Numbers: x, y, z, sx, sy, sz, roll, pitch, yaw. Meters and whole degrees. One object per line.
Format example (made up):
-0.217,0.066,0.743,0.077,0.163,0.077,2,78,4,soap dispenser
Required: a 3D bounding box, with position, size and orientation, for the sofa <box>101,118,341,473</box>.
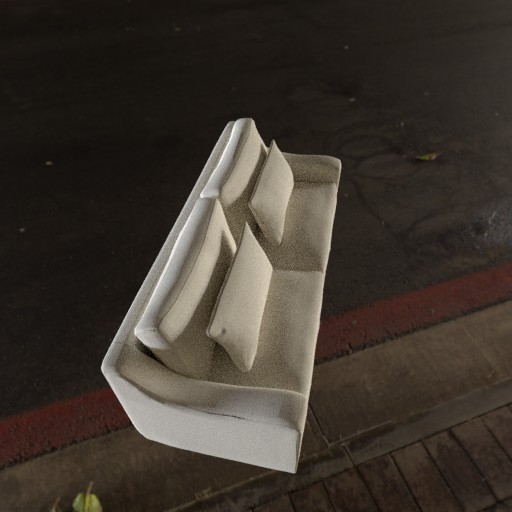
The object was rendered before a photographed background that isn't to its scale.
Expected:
0.000,0.000,3.108,1.009,1.022,2.470,9,46,9,sofa
